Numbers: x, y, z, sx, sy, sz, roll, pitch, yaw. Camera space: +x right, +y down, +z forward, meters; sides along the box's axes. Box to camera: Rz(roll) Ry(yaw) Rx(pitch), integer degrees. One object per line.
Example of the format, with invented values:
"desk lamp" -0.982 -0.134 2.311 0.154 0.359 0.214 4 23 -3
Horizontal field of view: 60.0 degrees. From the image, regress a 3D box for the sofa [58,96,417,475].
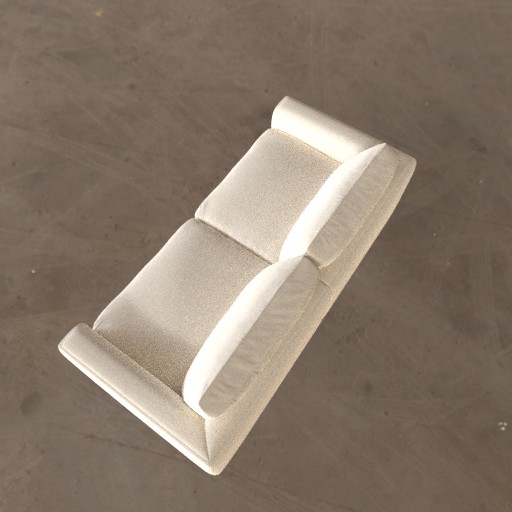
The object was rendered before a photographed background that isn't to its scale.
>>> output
"sofa" 0.000 0.000 2.751 1.070 0.801 2.262 32 67 15
